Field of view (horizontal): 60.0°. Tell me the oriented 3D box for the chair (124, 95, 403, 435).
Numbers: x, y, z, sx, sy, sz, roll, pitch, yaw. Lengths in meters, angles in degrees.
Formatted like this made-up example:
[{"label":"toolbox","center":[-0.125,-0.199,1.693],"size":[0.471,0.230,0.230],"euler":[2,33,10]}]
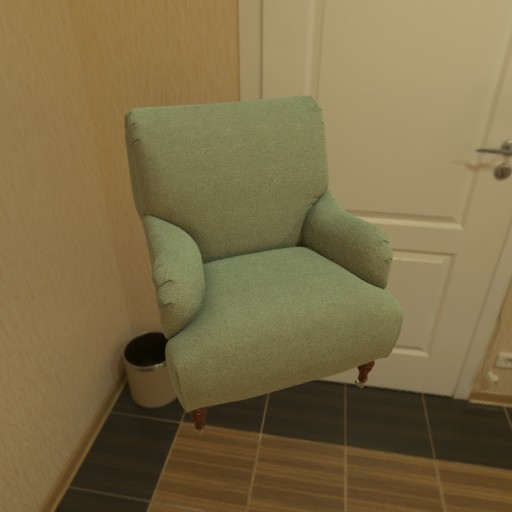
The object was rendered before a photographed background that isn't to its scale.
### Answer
[{"label":"chair","center":[0.000,0.000,1.991],"size":[0.964,1.178,1.060],"euler":[-10,33,-16]}]
